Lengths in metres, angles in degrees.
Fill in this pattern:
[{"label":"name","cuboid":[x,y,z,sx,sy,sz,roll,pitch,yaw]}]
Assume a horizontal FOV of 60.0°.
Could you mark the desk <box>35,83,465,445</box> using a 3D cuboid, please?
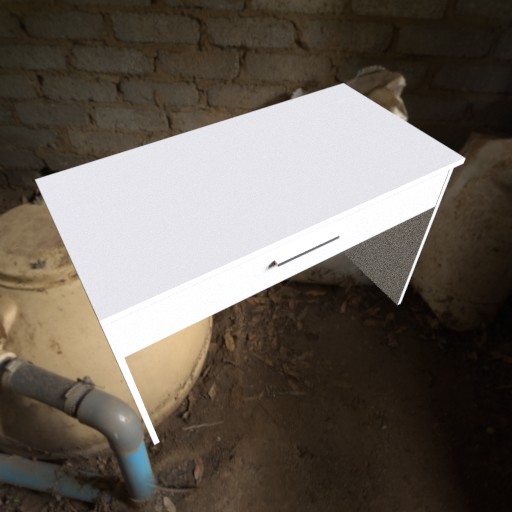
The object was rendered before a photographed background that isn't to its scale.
[{"label":"desk","cuboid":[0.000,0.000,1.532,1.100,0.730,0.560,-24,51,-21]}]
